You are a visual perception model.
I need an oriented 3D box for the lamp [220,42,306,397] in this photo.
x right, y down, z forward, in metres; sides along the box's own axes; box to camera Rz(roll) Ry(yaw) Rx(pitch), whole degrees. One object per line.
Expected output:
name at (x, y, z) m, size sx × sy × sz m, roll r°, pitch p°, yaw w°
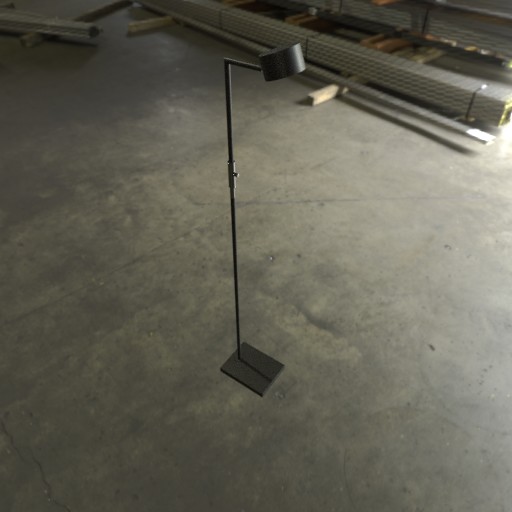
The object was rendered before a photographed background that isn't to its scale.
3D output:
lamp at (0.000, 0.000, 1.737) m, size 0.304 × 1.600 × 0.203 m, roll 25°, pitch 47°, yaw 25°
